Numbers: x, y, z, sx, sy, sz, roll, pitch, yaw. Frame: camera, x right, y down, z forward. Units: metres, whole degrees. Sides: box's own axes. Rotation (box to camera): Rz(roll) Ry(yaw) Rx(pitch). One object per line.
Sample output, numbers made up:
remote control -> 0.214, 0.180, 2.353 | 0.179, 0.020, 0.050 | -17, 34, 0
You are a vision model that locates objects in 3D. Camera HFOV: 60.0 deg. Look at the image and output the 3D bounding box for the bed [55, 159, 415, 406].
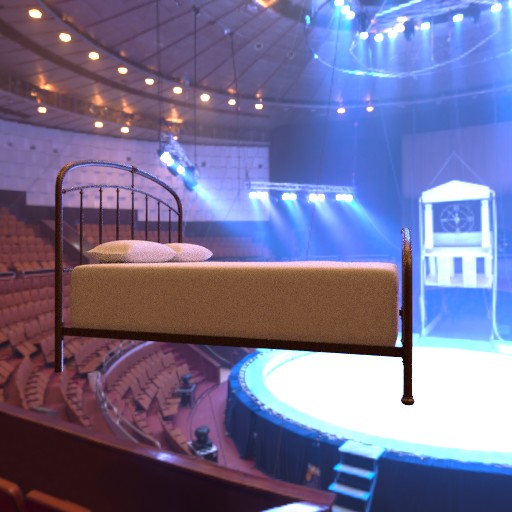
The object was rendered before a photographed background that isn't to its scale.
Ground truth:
bed -> 0.000, 0.000, 3.282 | 2.168, 1.475, 1.711 | 0, 0, 18
